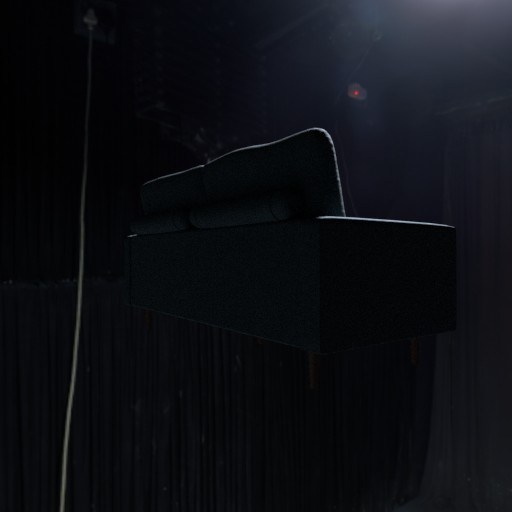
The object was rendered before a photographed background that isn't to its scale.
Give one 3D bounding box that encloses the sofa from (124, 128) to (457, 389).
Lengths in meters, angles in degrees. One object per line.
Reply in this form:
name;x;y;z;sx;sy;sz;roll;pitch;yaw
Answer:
sofa;0.000;0.000;2.635;0.966;1.050;2.010;0;0;-36
